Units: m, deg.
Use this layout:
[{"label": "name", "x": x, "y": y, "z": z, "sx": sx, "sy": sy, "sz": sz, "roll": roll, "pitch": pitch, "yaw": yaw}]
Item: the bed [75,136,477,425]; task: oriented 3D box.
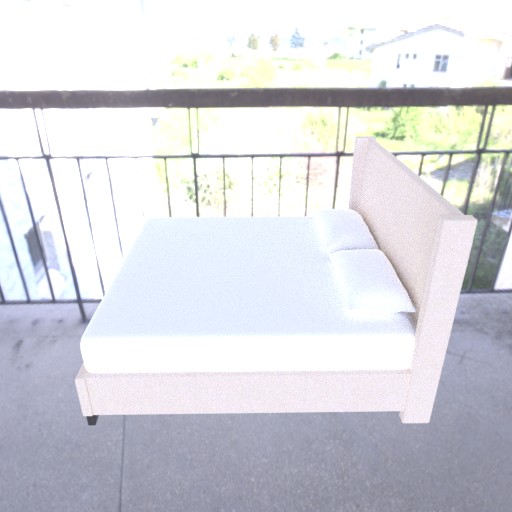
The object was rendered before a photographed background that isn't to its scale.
[{"label": "bed", "x": 0.000, "y": 0.000, "z": 3.576, "sx": 2.293, "sy": 1.471, "sz": 2.145, "roll": 0, "pitch": 27, "yaw": -1}]
